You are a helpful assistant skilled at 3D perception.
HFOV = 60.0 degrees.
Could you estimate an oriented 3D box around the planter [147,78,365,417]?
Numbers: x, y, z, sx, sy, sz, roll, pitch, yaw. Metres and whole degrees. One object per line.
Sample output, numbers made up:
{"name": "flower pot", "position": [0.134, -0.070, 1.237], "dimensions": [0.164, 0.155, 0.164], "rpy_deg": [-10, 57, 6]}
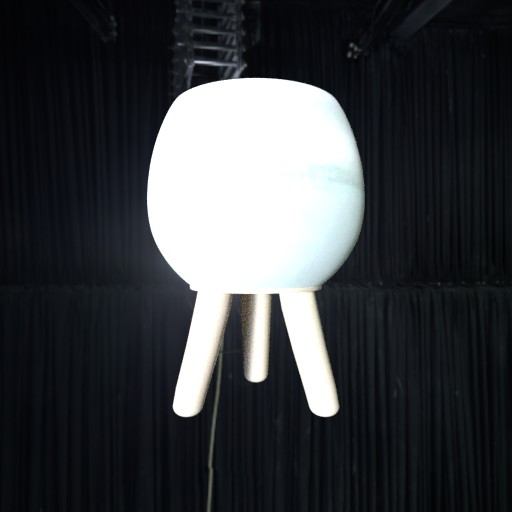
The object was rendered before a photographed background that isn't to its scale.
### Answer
{"name": "planter", "position": [0.000, 0.000, 0.339], "dimensions": [0.161, 0.224, 0.161], "rpy_deg": [0, 0, 0]}
